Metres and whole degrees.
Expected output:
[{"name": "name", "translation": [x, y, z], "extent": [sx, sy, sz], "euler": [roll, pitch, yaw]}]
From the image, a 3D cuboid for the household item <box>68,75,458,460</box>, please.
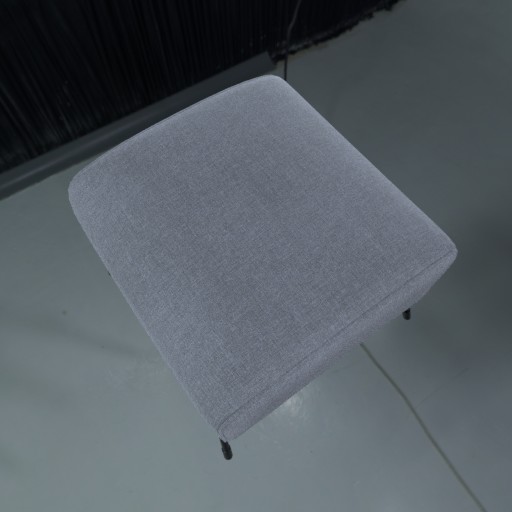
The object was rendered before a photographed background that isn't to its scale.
[{"name": "household item", "translation": [0.000, 0.000, 0.892], "extent": [0.530, 0.410, 0.530], "euler": [-33, 68, -15]}]
